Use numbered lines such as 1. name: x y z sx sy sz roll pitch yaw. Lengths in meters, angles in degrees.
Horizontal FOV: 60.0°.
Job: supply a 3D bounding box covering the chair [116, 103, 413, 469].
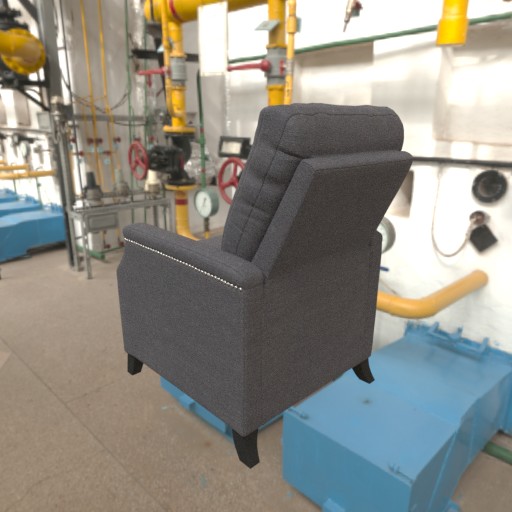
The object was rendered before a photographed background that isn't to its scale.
1. chair: 0.000 0.000 1.635 0.710 1.049 0.922 -16 23 -42
